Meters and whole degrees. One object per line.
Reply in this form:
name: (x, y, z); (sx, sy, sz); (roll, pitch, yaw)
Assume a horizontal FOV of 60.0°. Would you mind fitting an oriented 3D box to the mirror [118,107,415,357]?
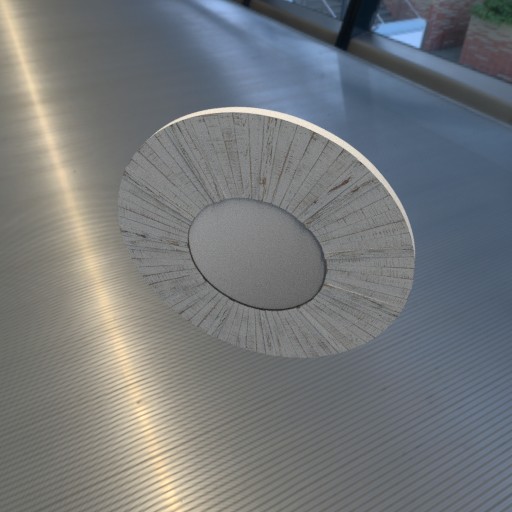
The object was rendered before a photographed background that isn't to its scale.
mirror: (0.000, 0.000, 1.353); (0.914, 0.914, 0.038); (12, 43, 13)
